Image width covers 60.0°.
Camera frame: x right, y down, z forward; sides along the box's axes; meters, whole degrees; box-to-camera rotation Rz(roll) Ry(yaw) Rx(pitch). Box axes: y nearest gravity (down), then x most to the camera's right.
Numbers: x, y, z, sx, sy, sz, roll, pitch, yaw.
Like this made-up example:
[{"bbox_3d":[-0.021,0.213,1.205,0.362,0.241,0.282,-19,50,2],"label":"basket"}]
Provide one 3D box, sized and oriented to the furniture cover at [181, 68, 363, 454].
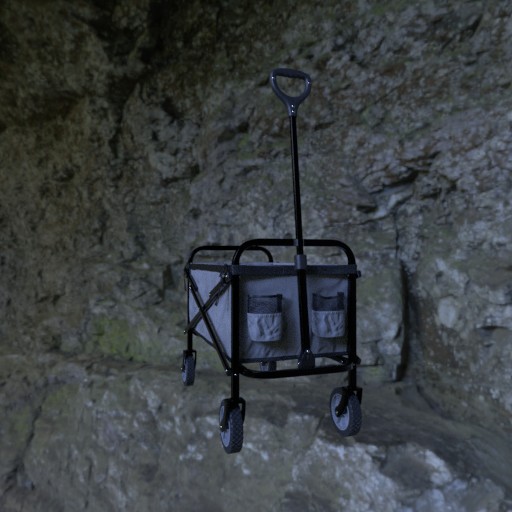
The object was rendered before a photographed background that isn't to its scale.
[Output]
[{"bbox_3d":[0.000,0.000,1.889,0.532,1.295,1.038,0,0,-19],"label":"furniture cover"}]
